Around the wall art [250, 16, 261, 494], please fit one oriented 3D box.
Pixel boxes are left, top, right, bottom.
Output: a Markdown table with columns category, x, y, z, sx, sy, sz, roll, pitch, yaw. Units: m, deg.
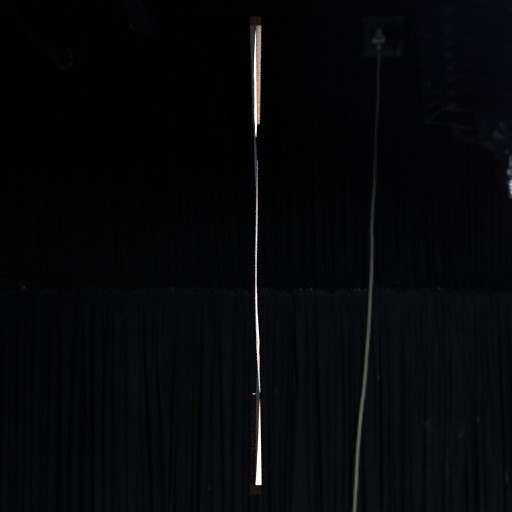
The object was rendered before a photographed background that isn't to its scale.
| category | x | y | z | sx | sy | sz | roll | pitch | yaw |
| --- | --- | --- | --- | --- | --- | --- | --- | --- | --- |
| wall art | 0.000 | 0.000 | 0.638 | 0.012 | 0.508 | 0.332 | 0 | -1 | 0 |
